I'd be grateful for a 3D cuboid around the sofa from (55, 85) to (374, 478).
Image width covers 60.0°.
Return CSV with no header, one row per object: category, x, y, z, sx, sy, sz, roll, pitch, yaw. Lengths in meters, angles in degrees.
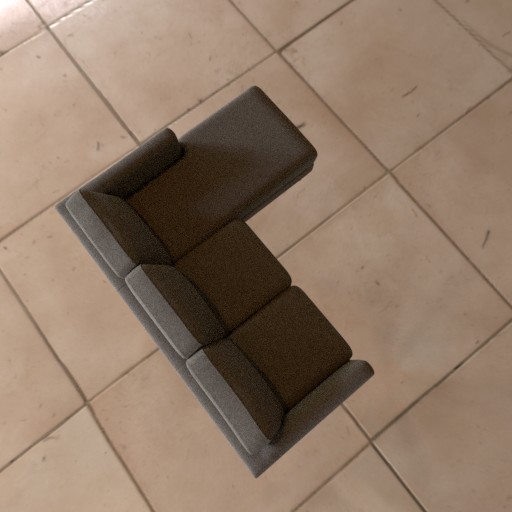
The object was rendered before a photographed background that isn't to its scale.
sofa,0.000,0.000,2.962,1.667,0.957,2.055,-38,79,-9
